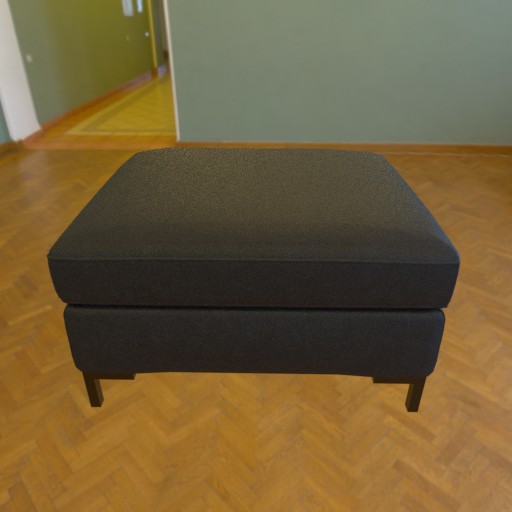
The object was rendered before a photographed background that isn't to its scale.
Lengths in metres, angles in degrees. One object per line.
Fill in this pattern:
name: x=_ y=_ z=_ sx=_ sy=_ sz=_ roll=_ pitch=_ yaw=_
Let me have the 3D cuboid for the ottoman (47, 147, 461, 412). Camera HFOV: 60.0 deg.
ottoman: x=0.000 y=0.000 z=1.773 sx=1.187 sy=0.696 sz=0.967 roll=1 pitch=30 yaw=1
